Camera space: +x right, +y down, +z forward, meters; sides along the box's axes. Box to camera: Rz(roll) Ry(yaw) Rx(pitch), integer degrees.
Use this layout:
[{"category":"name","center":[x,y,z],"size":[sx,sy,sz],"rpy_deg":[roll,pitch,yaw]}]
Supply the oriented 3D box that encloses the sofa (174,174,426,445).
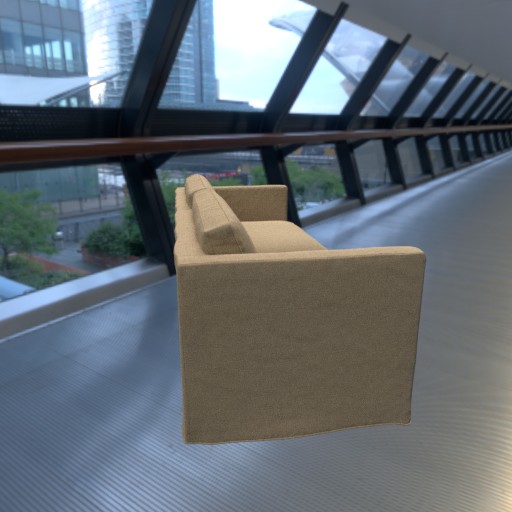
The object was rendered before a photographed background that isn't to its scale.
[{"category":"sofa","center":[0.000,0.000,2.720],"size":[0.962,0.853,2.312],"rpy_deg":[-3,16,-9]}]
